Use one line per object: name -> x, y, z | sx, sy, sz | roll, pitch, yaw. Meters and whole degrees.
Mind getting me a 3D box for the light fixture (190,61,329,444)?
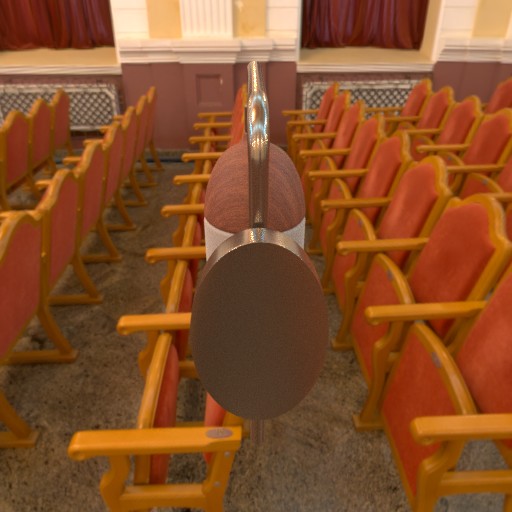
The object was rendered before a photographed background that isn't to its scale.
light fixture -> 0.000, 0.000, 0.431 | 0.108, 0.343, 0.216 | -1, 29, -1
